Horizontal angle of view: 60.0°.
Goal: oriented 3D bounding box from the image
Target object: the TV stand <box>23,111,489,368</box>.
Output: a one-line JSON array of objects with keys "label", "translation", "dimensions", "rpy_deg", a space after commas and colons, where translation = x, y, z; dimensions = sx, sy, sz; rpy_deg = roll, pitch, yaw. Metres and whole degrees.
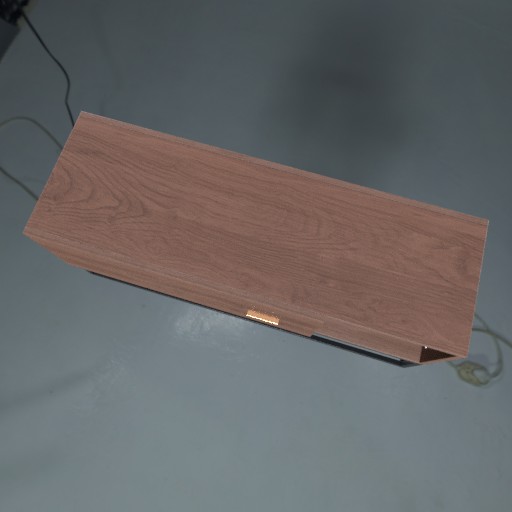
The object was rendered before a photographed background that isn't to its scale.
[{"label": "TV stand", "translation": [0.000, 0.000, 1.437], "dimensions": [1.200, 0.500, 0.415], "rpy_deg": [16, 74, 5]}]
